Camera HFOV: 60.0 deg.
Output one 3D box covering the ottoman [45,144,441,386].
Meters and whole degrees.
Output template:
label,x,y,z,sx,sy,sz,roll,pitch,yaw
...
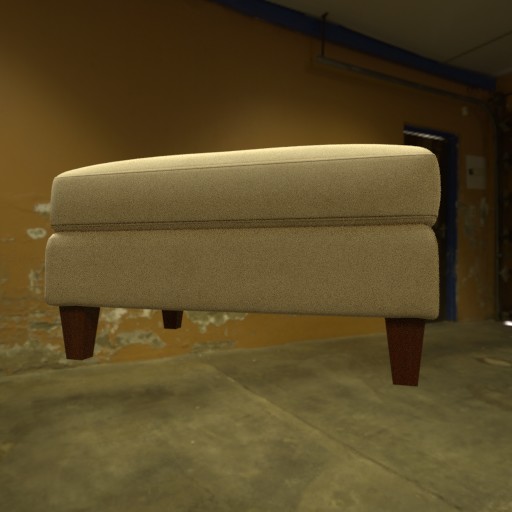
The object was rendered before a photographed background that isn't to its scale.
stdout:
label,x,y,z,sx,sy,sz,roll,pitch,yaw
ottoman,0.000,0.000,1.166,0.864,0.483,0.584,0,0,17
